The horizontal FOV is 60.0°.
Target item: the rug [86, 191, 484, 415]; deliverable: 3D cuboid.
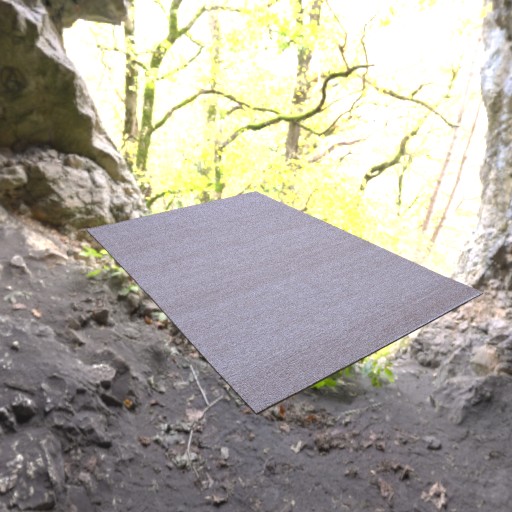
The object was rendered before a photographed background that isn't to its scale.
[{"bbox_3d":[0.000,0.000,2.963,1.596,0.030,2.283,-17,31,-31],"label":"rug"}]
